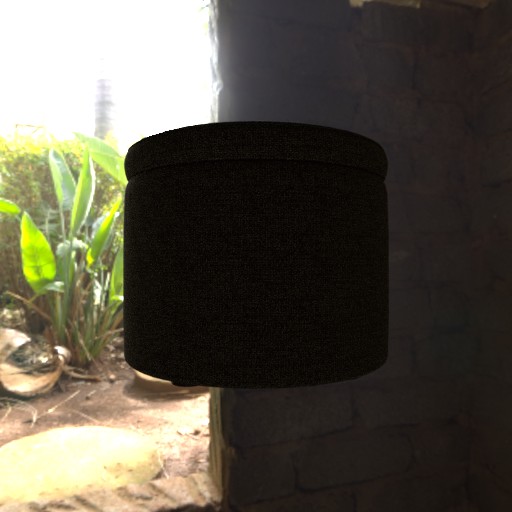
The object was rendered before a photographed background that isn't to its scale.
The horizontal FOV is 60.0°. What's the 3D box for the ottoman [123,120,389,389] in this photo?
[{"bbox_3d":[0.000,0.000,0.906,0.520,0.430,0.520,0,0,0],"label":"ottoman"}]
